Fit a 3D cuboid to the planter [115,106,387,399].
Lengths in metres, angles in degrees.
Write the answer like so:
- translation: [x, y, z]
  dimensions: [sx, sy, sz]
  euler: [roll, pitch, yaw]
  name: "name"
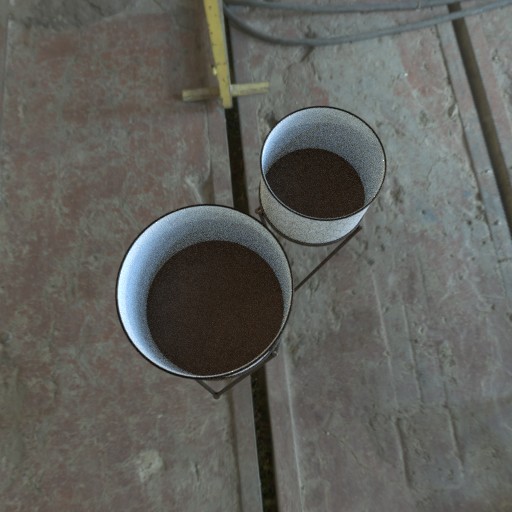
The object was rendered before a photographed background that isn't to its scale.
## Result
- translation: [0.000, 0.000, 1.205]
  dimensions: [0.413, 0.712, 0.769]
  euler: [38, 78, 10]
  name: "planter"
